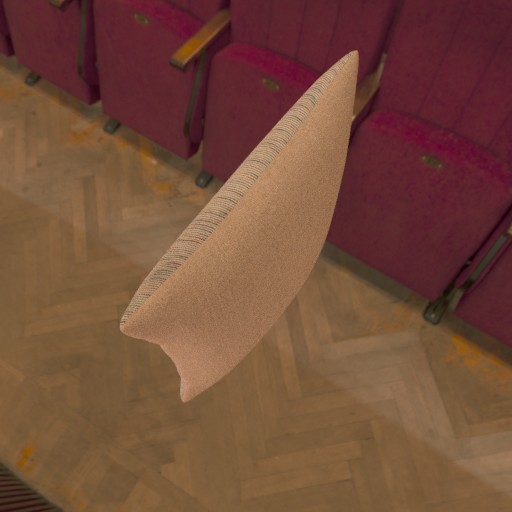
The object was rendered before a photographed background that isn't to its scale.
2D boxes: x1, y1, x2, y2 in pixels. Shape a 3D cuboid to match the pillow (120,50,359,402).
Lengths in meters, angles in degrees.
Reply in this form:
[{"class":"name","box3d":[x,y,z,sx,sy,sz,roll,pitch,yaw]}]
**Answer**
[{"class":"pillow","box3d":[0.000,0.000,0.771,0.178,0.506,0.512,32,68,14]}]
